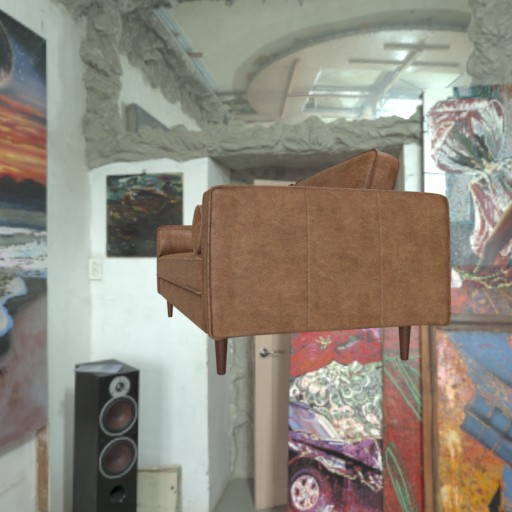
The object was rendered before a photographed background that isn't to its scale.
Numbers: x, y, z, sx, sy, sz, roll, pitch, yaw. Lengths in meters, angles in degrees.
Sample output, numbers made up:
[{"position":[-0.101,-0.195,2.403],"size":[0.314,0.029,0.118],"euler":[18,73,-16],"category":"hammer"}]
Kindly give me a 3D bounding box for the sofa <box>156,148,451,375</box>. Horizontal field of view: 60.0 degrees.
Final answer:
[{"position":[0.000,0.000,2.386],"size":[0.924,0.825,1.920],"euler":[0,0,-17],"category":"sofa"}]
